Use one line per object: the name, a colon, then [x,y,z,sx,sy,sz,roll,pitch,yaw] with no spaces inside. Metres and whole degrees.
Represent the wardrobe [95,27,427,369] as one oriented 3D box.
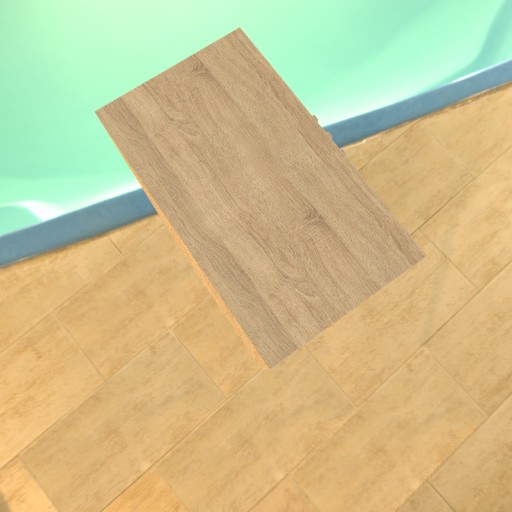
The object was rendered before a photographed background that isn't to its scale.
wardrobe: [0.000,0.000,2.346,0.600,1.960,1.000,-34,78,-8]
